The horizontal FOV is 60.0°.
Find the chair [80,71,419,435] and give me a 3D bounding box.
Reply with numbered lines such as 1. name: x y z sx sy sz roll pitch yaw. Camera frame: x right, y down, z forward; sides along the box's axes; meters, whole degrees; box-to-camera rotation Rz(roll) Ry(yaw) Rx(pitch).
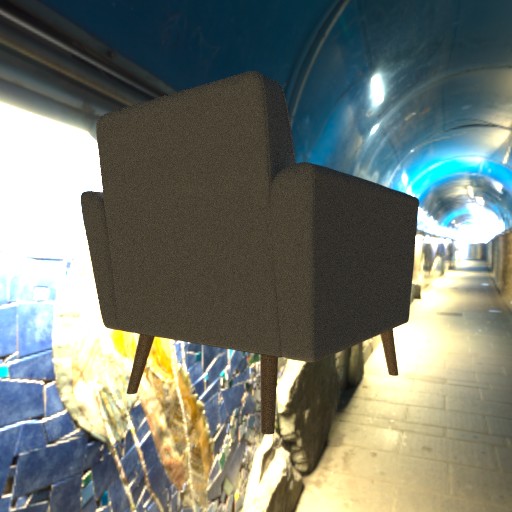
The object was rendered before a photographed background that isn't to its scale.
1. chair: 0.000 0.000 1.358 0.780 0.780 0.750 1 1 36
